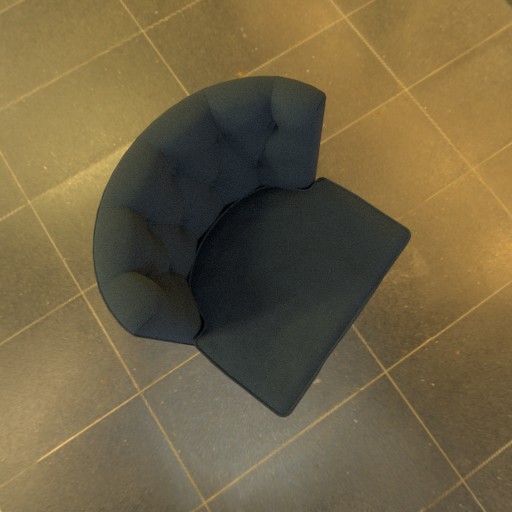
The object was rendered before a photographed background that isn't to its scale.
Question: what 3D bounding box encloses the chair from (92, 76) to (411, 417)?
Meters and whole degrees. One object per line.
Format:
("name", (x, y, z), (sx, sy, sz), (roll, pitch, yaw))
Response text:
("chair", (0.000, 0.000, 1.366), (0.718, 0.771, 0.740), (36, 79, 8))
